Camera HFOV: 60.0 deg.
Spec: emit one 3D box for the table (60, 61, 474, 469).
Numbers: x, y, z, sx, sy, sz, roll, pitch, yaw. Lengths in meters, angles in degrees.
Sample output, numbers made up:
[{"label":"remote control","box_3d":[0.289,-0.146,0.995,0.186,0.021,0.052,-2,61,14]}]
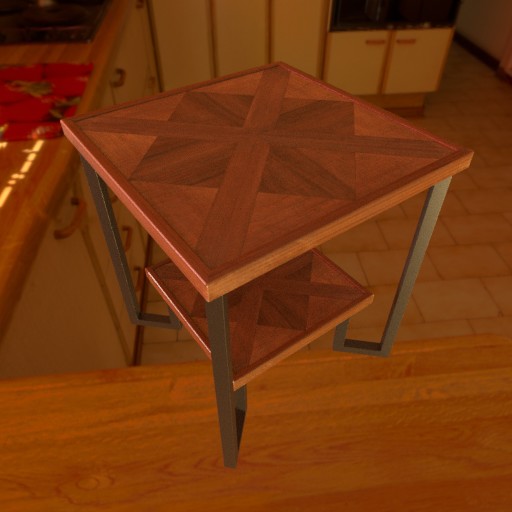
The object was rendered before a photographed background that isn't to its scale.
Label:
[{"label":"table","box_3d":[0.000,0.000,0.942,0.503,0.563,0.503,-26,49,-26]}]
